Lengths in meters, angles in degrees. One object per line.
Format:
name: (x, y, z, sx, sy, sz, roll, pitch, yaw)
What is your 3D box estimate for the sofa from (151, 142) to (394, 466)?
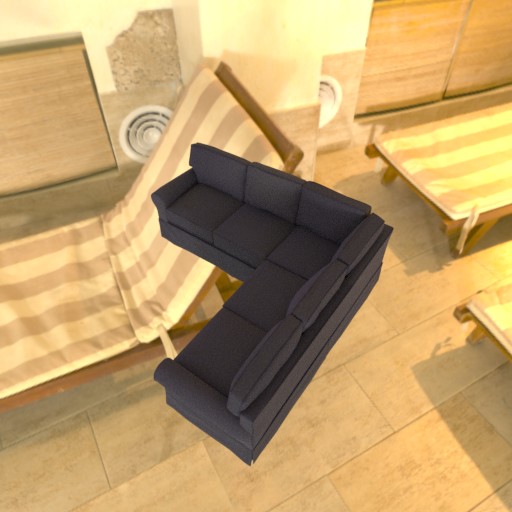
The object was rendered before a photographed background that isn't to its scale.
sofa: (0.000, 0.000, 4.998, 2.874, 1.169, 3.773, -17, 49, -16)
